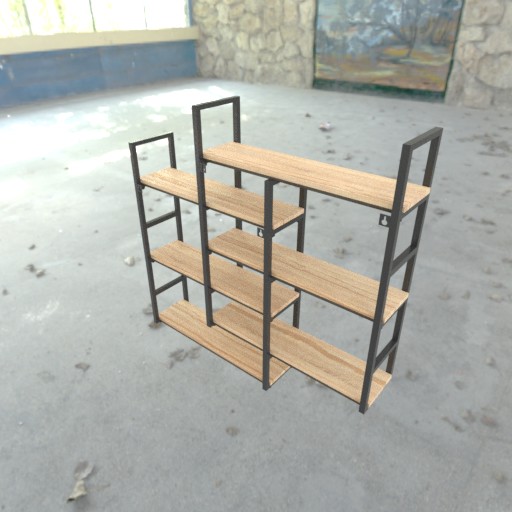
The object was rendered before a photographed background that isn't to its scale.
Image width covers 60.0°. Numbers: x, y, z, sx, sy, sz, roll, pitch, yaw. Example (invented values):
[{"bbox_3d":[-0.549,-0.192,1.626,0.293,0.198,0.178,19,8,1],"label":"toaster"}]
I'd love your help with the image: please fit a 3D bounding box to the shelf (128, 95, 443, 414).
[{"bbox_3d":[0.000,0.000,1.418,0.946,0.921,0.183,22,37,33],"label":"shelf"}]
